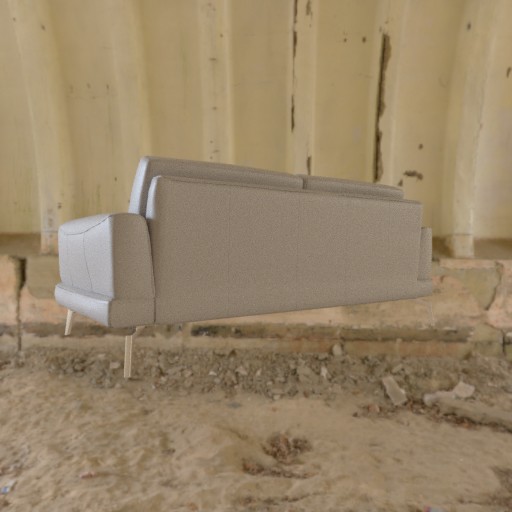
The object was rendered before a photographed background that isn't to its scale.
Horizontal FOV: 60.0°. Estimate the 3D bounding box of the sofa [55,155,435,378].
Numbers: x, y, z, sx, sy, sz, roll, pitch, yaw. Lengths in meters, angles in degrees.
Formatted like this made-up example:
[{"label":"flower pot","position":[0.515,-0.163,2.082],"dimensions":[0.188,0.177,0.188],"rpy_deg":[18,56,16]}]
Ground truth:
[{"label":"sofa","position":[0.000,0.000,2.742],"dimensions":[2.177,0.930,1.121],"rpy_deg":[-1,1,-35]}]
